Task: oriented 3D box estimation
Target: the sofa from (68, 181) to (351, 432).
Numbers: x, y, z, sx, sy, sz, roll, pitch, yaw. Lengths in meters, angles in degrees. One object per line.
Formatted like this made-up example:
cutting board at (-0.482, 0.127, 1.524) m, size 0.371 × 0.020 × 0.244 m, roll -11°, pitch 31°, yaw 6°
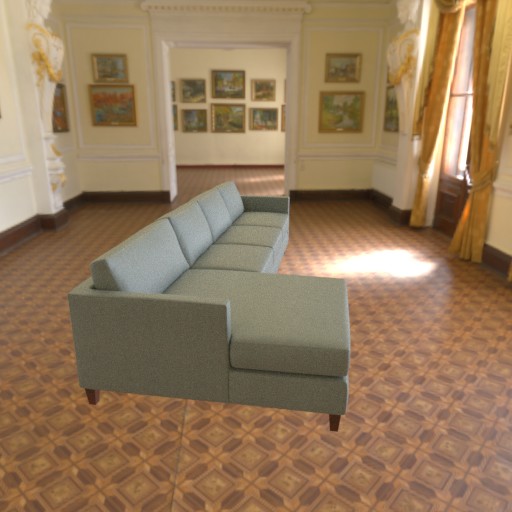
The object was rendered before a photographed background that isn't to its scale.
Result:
sofa at (0.000, 0.000, 4.046) m, size 1.600 × 0.953 × 3.470 m, roll 3°, pitch 17°, yaw 9°
